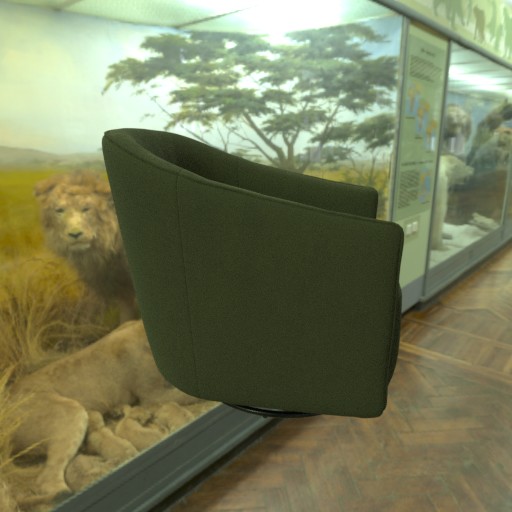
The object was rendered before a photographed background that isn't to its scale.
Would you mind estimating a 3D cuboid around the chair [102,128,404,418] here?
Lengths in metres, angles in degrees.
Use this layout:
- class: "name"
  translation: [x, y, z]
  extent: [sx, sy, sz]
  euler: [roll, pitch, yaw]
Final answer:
- class: "chair"
  translation: [0.000, 0.000, 1.437]
  extent: [0.875, 0.799, 0.747]
  euler: [3, 16, 10]
